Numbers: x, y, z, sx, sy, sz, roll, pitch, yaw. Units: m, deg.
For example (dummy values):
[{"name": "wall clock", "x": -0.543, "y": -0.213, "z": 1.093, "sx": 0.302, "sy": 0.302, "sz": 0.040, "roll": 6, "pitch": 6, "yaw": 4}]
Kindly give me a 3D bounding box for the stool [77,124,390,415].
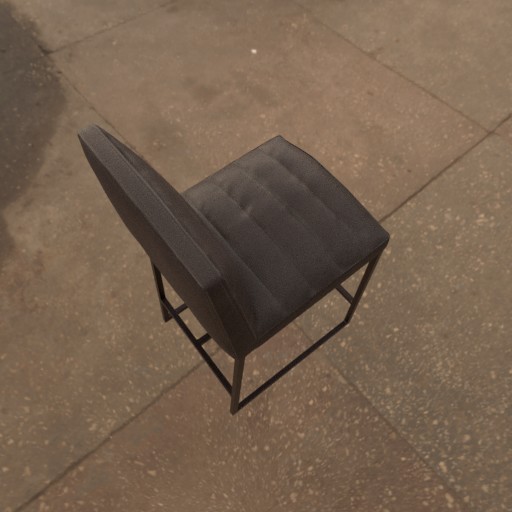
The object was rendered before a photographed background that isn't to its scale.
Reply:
[{"name": "stool", "x": 0.000, "y": 0.000, "z": 1.243, "sx": 0.562, "sy": 0.946, "sz": 0.463, "roll": -34, "pitch": 65, "yaw": -18}]
